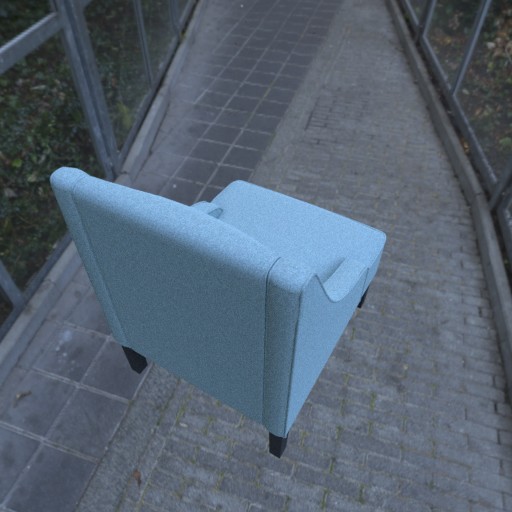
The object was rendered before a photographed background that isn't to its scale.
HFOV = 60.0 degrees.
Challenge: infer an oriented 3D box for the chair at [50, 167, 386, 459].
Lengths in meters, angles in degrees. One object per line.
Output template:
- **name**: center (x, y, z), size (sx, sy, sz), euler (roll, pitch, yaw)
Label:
- **chair**: center (0.000, 0.000, 1.865), size (0.857, 1.133, 1.025), euler (23, 51, 21)
